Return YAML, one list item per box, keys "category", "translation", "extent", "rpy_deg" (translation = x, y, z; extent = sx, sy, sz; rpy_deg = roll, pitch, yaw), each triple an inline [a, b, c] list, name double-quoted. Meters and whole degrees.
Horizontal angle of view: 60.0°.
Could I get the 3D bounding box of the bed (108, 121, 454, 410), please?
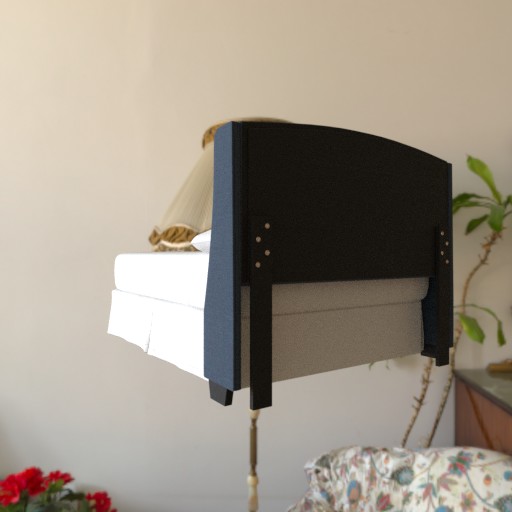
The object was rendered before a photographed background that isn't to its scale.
- category: "bed"
  translation: [0.000, 0.000, 3.384]
  extent: [1.710, 1.407, 2.237]
  rpy_deg: [0, 0, -34]
